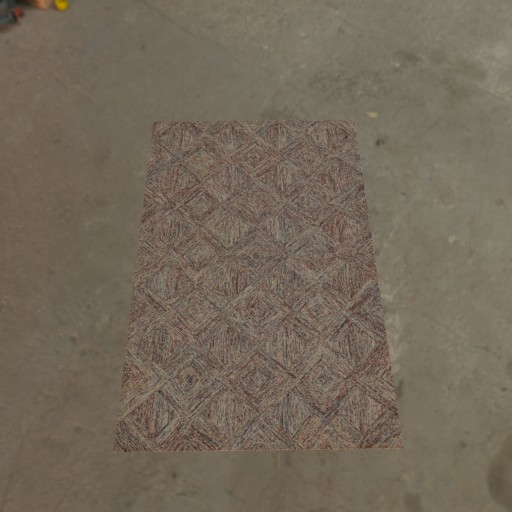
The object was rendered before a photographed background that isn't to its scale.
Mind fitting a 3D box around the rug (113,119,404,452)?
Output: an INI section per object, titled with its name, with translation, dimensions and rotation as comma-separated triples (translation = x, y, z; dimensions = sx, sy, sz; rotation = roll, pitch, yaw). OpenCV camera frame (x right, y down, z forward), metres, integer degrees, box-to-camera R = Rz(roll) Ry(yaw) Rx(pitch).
[rug]
translation = 0.000, 0.000, 2.840
dimensions = 1.523, 0.019, 2.285
rotation = -1, 63, 0
